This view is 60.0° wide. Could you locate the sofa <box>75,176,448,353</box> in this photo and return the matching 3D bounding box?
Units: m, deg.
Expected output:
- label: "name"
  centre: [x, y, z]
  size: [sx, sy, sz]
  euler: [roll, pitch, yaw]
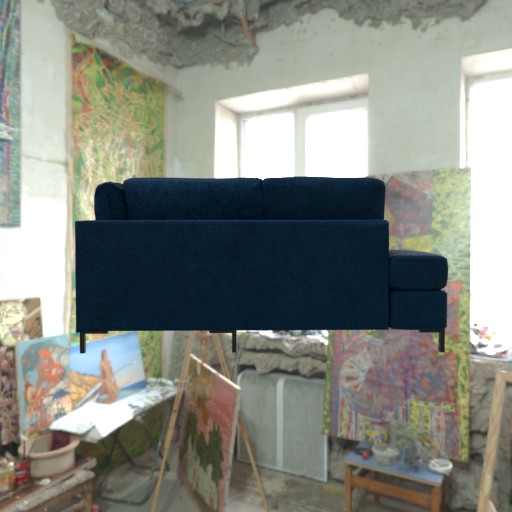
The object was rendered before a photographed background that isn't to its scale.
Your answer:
- label: "sofa"
  centre: [0.000, 0.000, 4.108]
  size: [2.055, 0.992, 3.434]
  euler: [0, 1, -2]
